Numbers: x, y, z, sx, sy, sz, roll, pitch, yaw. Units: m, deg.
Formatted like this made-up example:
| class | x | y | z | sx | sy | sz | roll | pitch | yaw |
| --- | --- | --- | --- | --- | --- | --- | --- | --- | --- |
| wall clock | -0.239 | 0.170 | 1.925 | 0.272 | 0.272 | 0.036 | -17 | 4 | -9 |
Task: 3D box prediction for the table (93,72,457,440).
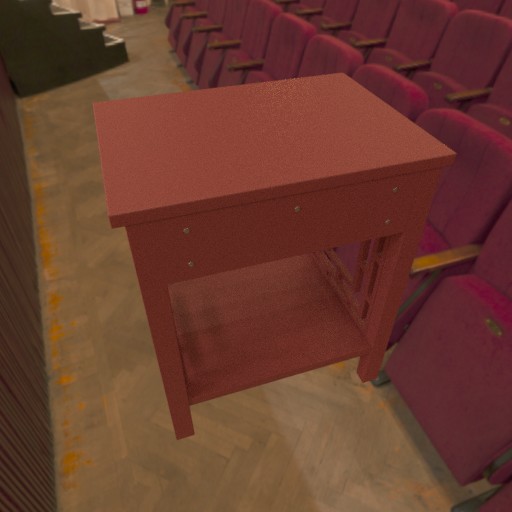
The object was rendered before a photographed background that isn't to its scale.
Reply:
| class | x | y | z | sx | sy | sz | roll | pitch | yaw |
| --- | --- | --- | --- | --- | --- | --- | --- | --- | --- |
| table | 0.000 | 0.000 | 1.097 | 0.599 | 0.686 | 0.451 | -12 | 42 | -14 |
